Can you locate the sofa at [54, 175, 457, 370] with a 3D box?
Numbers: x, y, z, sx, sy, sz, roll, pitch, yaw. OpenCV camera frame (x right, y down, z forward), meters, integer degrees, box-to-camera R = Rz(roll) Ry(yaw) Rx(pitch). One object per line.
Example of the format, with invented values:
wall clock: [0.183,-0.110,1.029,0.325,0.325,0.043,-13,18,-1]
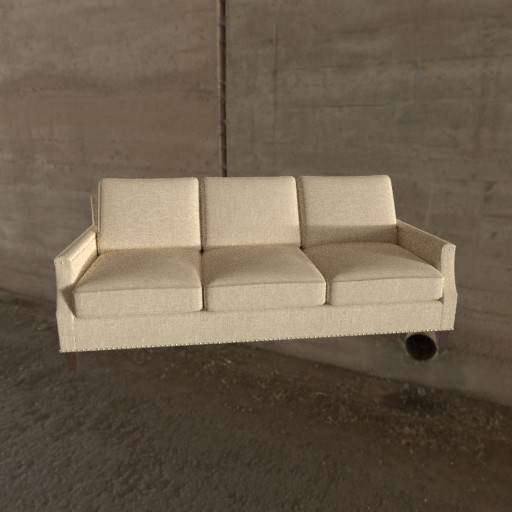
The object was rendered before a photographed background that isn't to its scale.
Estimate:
sofa: [0.000,0.000,2.848,2.210,0.940,1.041,-2,16,-7]
